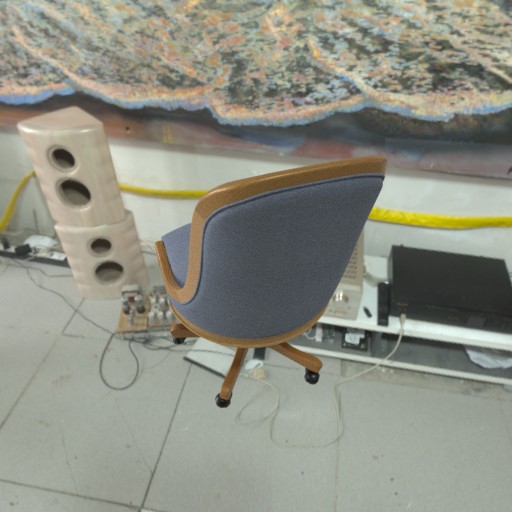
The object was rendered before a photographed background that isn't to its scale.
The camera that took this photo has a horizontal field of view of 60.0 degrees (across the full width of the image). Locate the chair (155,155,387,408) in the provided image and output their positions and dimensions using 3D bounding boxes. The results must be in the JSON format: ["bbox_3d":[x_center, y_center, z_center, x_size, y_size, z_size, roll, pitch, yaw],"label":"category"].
[{"bbox_3d":[0.000,0.000,1.417,0.605,1.031,0.735,-13,43,-14],"label":"chair"}]
